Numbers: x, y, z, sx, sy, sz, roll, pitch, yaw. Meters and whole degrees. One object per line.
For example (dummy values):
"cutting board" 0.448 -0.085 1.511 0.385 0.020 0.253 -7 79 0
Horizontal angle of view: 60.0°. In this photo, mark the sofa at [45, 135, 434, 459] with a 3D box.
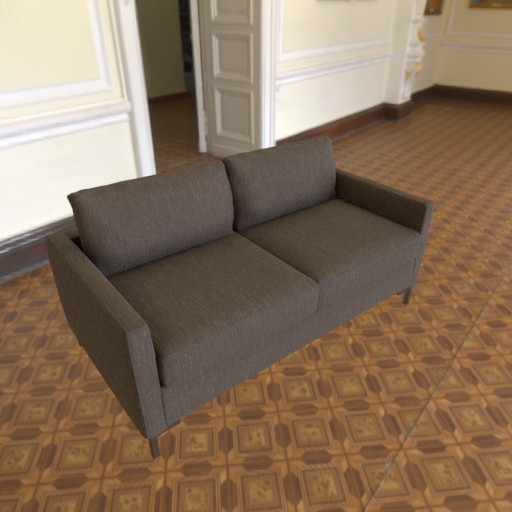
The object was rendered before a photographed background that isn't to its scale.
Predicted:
"sofa" 0.000 0.000 2.159 1.682 0.840 0.875 -22 36 -32
